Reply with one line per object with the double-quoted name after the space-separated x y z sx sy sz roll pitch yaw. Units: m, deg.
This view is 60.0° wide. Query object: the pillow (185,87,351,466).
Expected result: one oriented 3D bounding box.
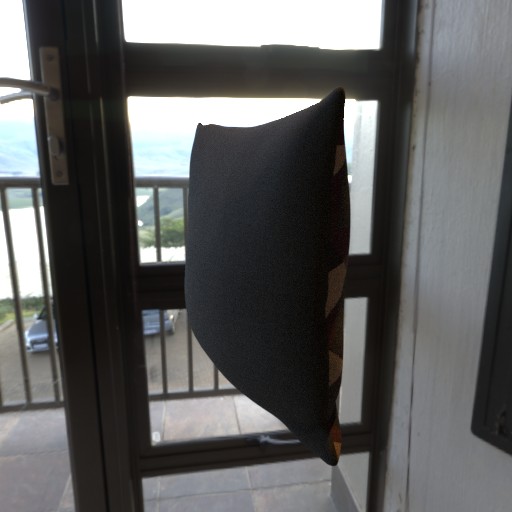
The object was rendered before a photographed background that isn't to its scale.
0.000 0.000 0.773 0.208 0.496 0.503 -6 14 -26 "pillow"
